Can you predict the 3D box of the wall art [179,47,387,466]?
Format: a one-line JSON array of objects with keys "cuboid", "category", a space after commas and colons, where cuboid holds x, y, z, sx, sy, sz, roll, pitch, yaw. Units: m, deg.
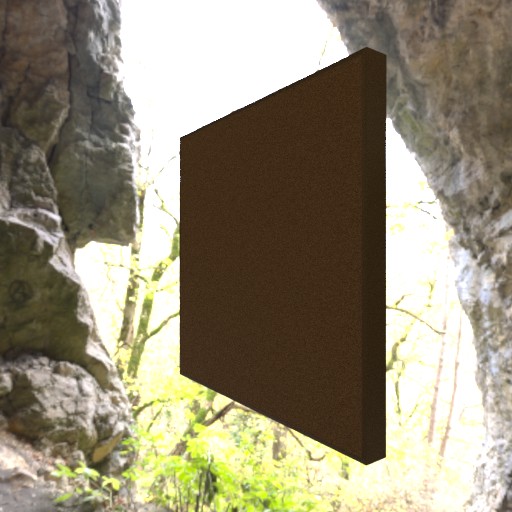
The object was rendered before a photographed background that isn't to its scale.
[{"cuboid": [0.000, 0.000, 0.759, 0.038, 0.511, 0.513, 0, 0, -36], "category": "wall art"}]
